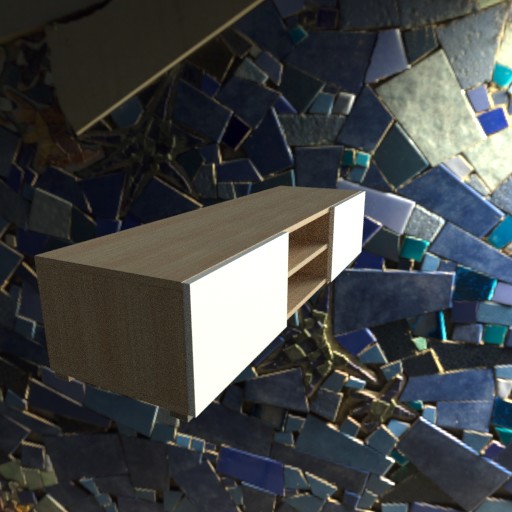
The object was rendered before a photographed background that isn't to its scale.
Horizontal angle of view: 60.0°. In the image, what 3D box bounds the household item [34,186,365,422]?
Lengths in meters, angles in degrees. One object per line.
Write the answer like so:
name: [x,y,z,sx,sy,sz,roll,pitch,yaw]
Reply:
household item: [0.000,0.000,1.552,0.420,0.310,1.400,8,18,25]
